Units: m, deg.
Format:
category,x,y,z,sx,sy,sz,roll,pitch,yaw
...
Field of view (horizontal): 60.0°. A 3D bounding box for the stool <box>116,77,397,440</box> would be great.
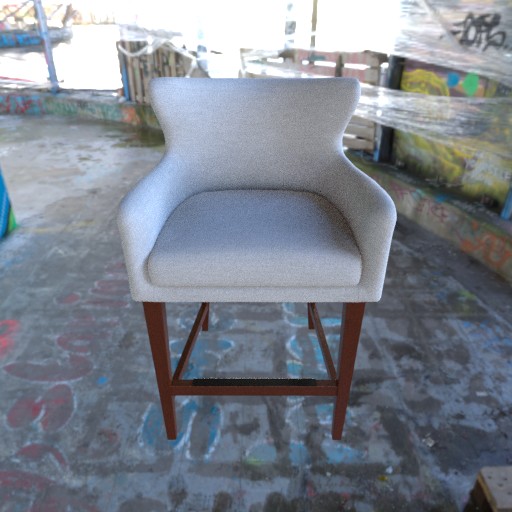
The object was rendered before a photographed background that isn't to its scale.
category,x,y,z,sx,sy,sz,roll,pitch,yaw
stool,0.000,0.000,1.359,0.615,0.987,0.637,0,30,0
